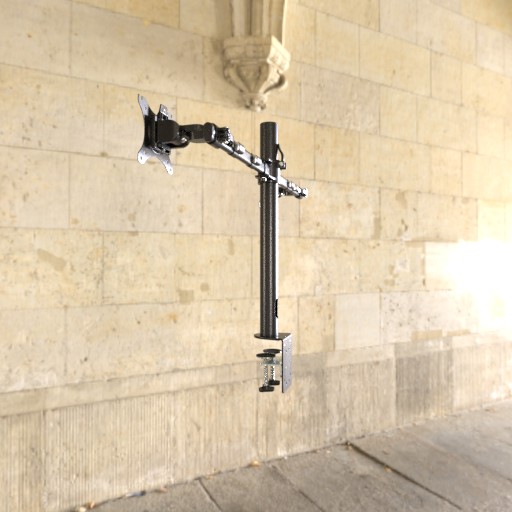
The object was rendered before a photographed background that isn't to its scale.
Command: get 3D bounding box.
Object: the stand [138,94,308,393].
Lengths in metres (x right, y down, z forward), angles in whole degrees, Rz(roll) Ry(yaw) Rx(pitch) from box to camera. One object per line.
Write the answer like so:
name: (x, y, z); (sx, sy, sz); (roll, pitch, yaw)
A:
stand: (0.000, 0.000, 1.022); (0.150, 0.603, 0.743); (0, -1, 18)
